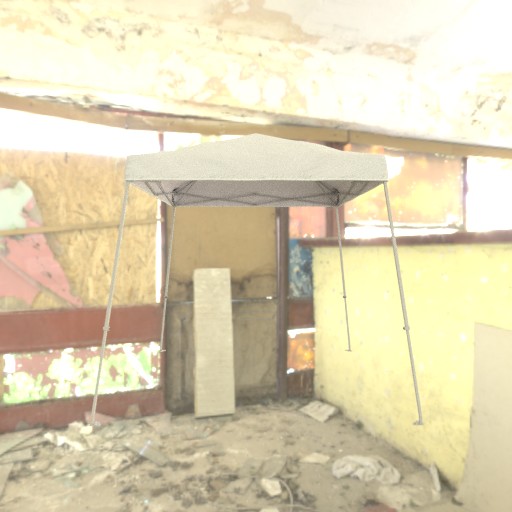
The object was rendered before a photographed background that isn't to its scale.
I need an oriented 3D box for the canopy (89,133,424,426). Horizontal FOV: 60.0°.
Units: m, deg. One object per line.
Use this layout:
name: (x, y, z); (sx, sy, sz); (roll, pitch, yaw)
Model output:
canopy: (0.000, 0.000, 6.537); (3.599, 3.600, 3.600); (0, 1, 0)
